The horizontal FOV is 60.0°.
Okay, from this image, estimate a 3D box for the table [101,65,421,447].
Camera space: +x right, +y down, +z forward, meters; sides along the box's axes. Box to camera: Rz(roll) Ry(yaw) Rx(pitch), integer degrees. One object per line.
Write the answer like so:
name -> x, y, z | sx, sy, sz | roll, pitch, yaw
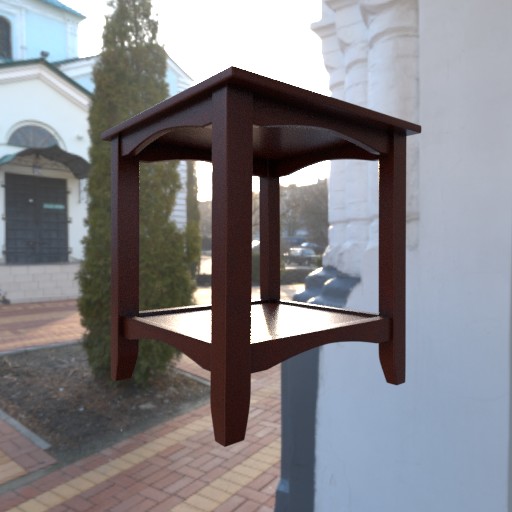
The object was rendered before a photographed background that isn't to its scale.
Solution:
table -> 0.000, 0.000, 0.984 | 0.523, 0.558, 0.522 | -1, 2, -37
